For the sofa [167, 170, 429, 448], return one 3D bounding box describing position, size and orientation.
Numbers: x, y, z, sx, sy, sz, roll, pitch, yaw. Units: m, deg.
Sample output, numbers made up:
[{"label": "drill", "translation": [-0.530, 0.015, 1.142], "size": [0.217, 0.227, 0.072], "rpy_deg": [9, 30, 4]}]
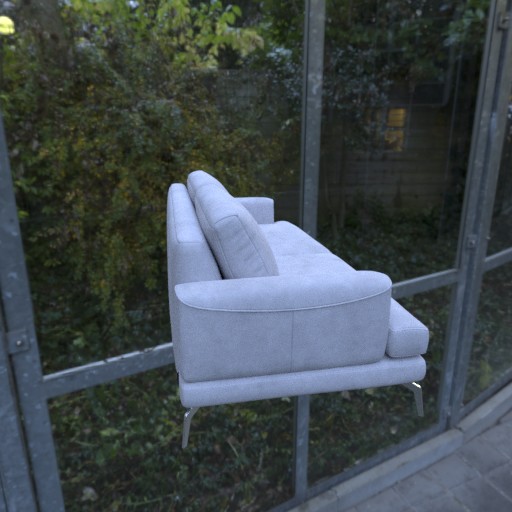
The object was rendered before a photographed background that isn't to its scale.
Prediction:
[{"label": "sofa", "translation": [0.000, 0.000, 2.504], "size": [0.980, 0.830, 2.013], "rpy_deg": [-3, 16, -11]}]
